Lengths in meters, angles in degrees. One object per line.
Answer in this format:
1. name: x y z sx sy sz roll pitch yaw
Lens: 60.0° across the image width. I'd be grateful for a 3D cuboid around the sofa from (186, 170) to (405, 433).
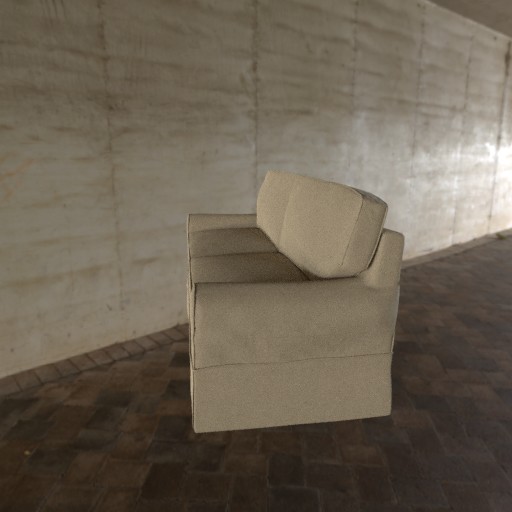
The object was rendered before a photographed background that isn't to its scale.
1. sofa: 0.000 0.000 2.799 0.900 1.014 2.246 -2 14 -9
